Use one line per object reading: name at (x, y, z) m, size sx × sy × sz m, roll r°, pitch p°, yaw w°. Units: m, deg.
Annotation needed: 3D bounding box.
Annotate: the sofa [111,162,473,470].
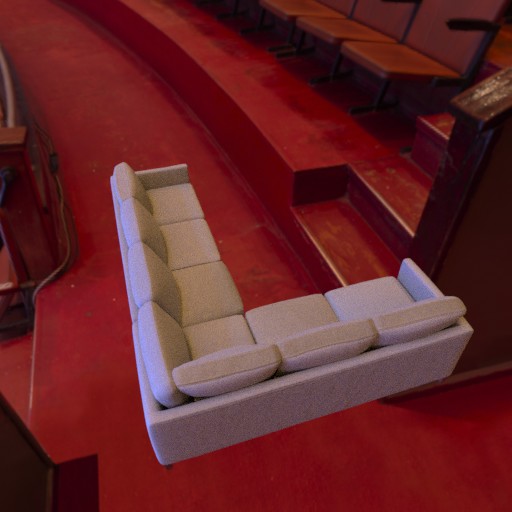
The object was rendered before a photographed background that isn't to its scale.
sofa at (0.000, 0.000, 4.486) m, size 2.592 × 0.947 × 3.301 m, roll -12°, pitch 43°, yaw -13°
